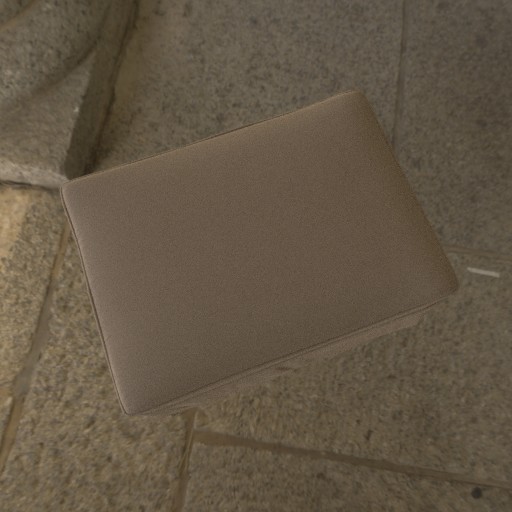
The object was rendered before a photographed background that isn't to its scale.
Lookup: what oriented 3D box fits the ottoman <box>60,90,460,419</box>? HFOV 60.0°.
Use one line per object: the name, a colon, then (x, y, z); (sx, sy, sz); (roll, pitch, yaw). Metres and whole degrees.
ottoman: (0.000, 0.000, 1.346); (0.959, 0.482, 0.721); (-20, 75, -5)
